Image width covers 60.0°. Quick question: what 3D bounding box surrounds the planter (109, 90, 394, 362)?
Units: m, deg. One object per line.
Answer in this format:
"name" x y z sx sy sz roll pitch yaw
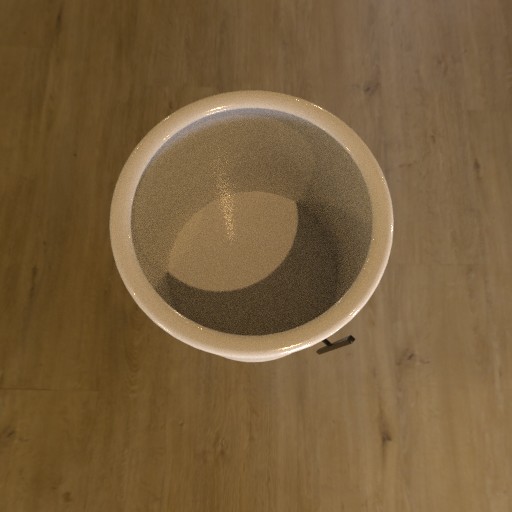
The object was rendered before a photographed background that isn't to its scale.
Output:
"planter" 0.000 0.000 0.645 0.307 0.431 0.308 17 75 5
